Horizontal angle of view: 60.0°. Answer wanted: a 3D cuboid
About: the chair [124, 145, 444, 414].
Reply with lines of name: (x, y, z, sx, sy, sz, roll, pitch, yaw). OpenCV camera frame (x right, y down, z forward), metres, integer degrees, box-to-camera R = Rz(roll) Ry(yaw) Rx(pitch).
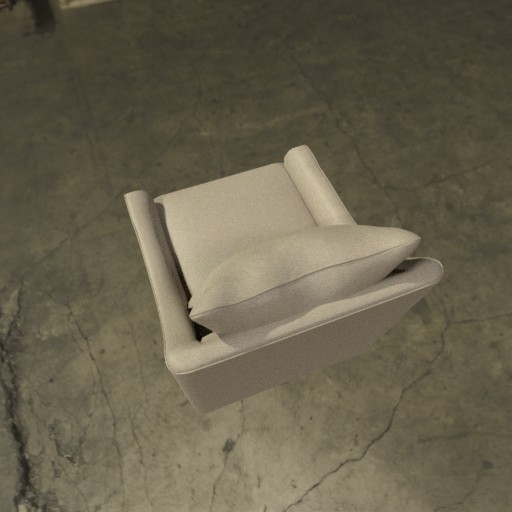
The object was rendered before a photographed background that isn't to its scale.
chair: (0.000, 0.000, 1.583, 0.760, 0.942, 0.876, -18, 60, -11)
